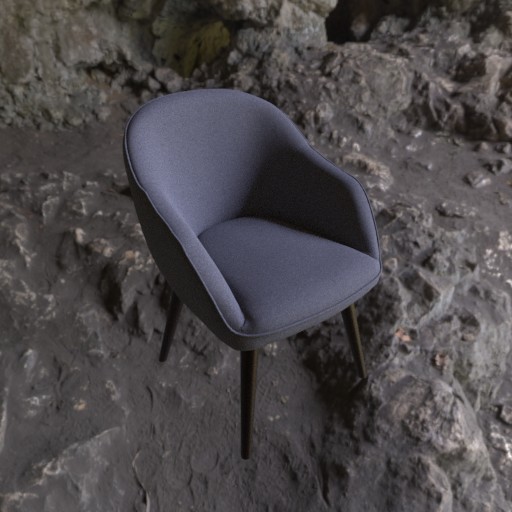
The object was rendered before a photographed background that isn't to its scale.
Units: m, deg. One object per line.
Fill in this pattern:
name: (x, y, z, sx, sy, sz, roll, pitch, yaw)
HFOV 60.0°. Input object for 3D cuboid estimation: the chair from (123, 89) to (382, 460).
chair: (0.000, 0.000, 1.250, 0.589, 0.810, 0.611, -21, 36, -33)
